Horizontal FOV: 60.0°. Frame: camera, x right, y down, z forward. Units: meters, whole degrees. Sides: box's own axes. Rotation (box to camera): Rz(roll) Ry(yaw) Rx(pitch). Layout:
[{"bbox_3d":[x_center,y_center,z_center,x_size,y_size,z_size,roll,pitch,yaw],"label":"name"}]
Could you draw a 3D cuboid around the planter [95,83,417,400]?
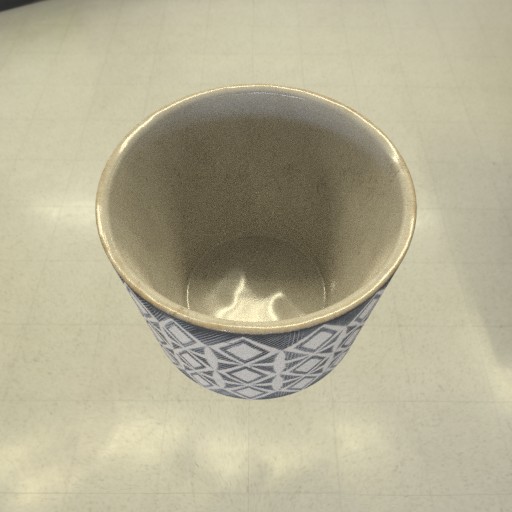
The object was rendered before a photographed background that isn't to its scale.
[{"bbox_3d":[0.000,0.000,0.339,0.192,0.165,0.192,0,58,0],"label":"planter"}]
